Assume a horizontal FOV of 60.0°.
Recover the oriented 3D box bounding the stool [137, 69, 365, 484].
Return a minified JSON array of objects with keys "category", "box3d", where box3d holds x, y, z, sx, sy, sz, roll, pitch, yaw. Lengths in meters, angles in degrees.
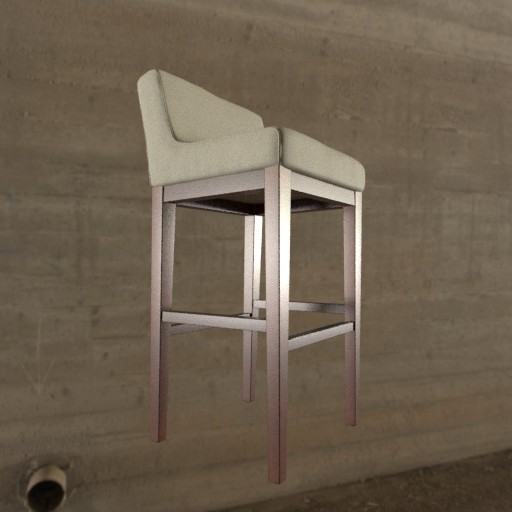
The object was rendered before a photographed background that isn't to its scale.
[{"category":"stool","box3d":[0.000,0.000,1.309,0.500,1.037,0.511,0,-1,35]}]
